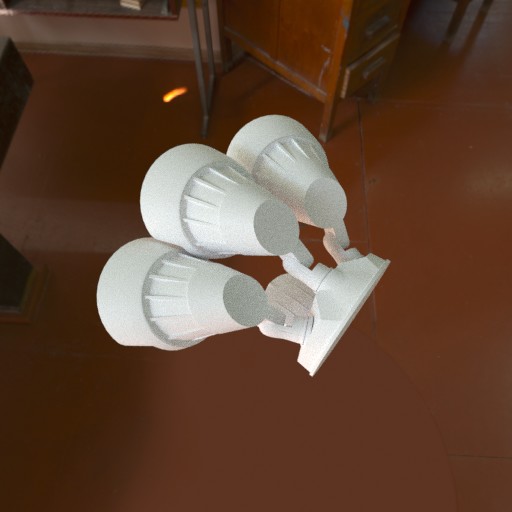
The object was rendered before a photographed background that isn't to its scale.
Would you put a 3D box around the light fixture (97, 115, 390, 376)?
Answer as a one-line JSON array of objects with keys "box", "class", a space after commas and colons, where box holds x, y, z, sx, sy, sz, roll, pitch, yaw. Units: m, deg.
[{"box": [0.000, 0.000, 0.555, 0.278, 0.237, 0.369, 34, 68, 16], "class": "light fixture"}]
